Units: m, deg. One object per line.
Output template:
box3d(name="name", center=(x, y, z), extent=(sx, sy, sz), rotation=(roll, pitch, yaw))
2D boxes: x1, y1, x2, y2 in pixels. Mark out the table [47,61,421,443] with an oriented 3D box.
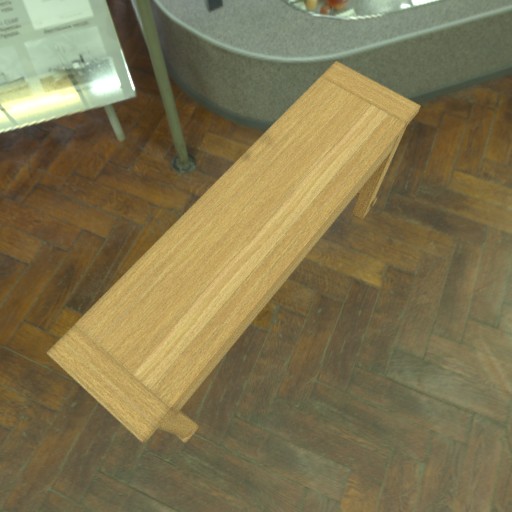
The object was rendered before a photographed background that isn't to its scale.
box3d(name="table", center=(0.000, 0.000, 1.921), extent=(0.442, 0.762, 1.599), rotation=(35, 70, 15))
